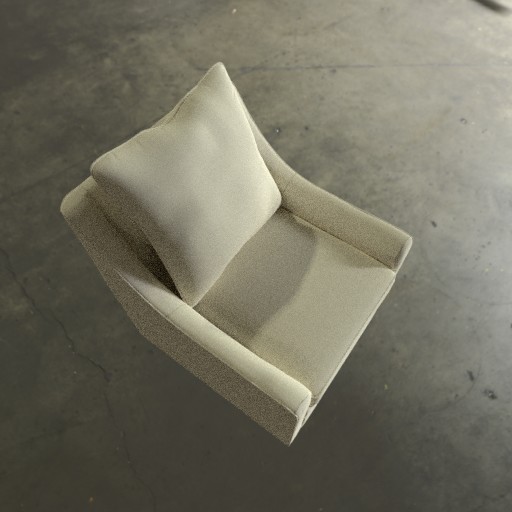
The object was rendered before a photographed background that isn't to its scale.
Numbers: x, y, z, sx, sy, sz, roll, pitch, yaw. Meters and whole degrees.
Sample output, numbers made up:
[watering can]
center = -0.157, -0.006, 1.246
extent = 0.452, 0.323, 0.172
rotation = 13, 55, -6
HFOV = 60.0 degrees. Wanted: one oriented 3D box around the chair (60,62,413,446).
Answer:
[chair]
center = 0.000, 0.000, 1.559
extent = 0.876, 0.965, 0.756
rotation = 32, 63, 18
